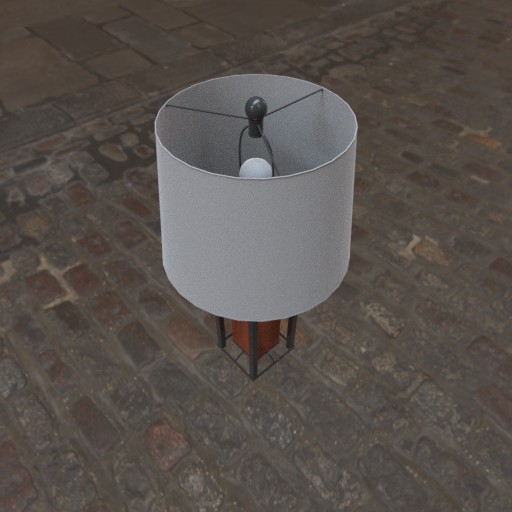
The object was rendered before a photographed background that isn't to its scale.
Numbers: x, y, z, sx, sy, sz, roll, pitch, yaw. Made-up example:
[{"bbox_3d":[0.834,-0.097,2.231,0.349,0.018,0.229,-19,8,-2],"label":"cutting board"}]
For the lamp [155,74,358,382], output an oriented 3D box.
[{"bbox_3d":[0.000,0.000,0.784,0.320,0.591,0.320,0,46,0],"label":"lamp"}]
